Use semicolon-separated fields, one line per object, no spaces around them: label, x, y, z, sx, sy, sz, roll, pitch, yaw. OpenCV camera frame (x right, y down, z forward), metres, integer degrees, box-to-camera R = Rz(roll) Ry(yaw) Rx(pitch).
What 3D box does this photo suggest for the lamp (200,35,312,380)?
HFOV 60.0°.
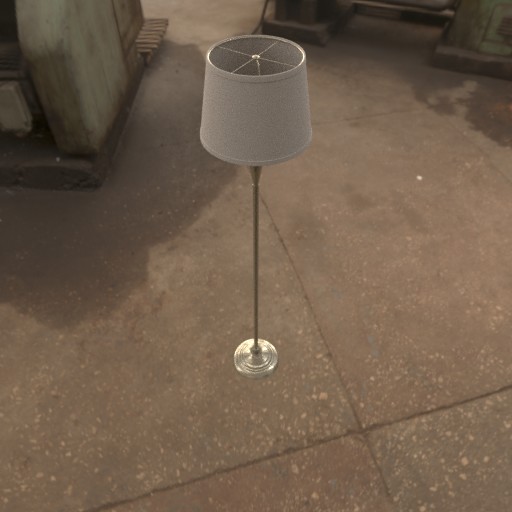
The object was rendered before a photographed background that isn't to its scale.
lamp;0.000;0.000;1.681;0.327;1.506;0.327;-10;48;-9
